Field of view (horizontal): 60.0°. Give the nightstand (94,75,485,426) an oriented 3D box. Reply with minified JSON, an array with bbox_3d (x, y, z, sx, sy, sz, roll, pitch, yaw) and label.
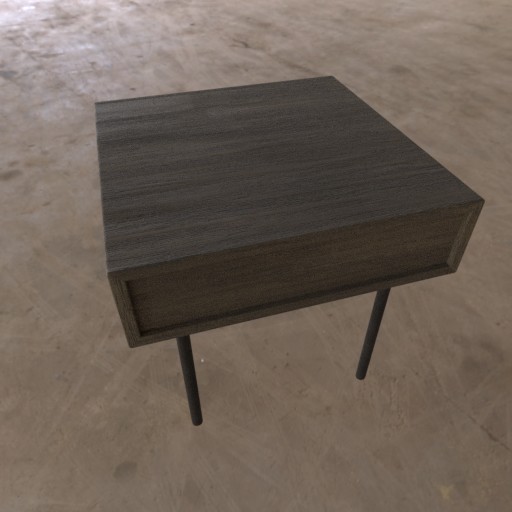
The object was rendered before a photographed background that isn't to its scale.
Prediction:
[{"bbox_3d":[0.000,0.000,0.891,0.502,0.497,0.503,-11,43,-13],"label":"nightstand"}]
